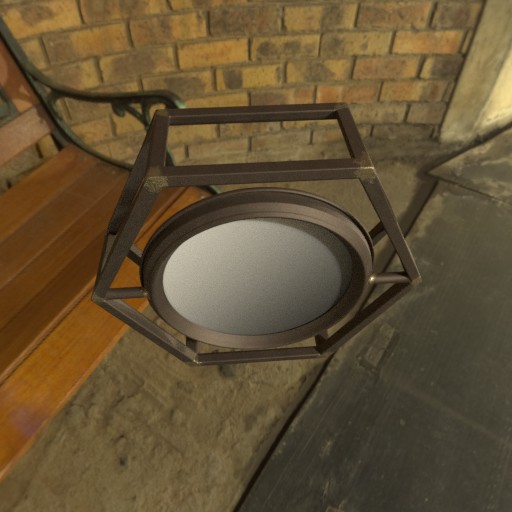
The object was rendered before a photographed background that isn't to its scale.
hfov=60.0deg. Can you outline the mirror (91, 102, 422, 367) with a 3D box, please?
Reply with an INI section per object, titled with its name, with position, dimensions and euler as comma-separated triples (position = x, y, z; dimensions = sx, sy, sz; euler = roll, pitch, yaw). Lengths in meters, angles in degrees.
[mirror]
position = 0.000, 0.000, 0.543
dimensions = 0.380, 0.334, 0.119
euler = -3, 48, -3
